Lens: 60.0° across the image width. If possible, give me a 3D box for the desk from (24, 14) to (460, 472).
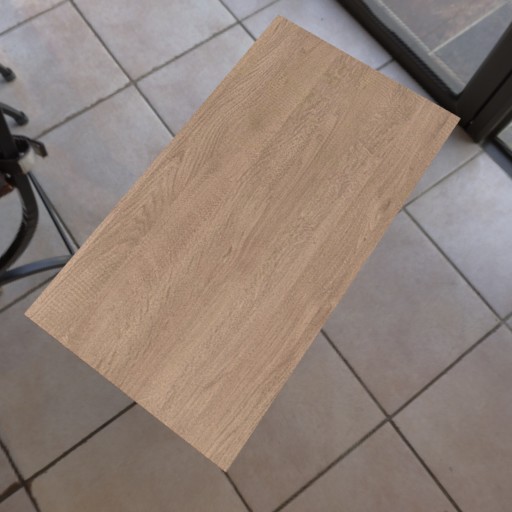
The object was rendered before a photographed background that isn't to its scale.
[{"bbox_3d":[0.000,0.000,1.287,0.498,0.724,0.893,34,77,9],"label":"desk"}]
